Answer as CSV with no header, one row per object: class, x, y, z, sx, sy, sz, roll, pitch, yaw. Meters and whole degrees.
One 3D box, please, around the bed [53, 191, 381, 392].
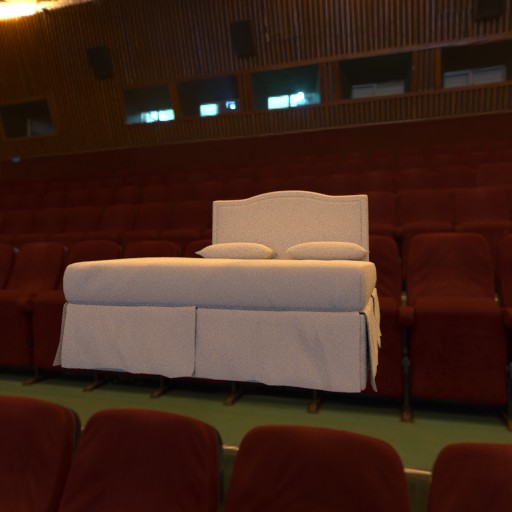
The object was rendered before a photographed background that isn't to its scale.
bed,0.000,0.000,3.662,1.977,1.437,2.477,0,-1,16
